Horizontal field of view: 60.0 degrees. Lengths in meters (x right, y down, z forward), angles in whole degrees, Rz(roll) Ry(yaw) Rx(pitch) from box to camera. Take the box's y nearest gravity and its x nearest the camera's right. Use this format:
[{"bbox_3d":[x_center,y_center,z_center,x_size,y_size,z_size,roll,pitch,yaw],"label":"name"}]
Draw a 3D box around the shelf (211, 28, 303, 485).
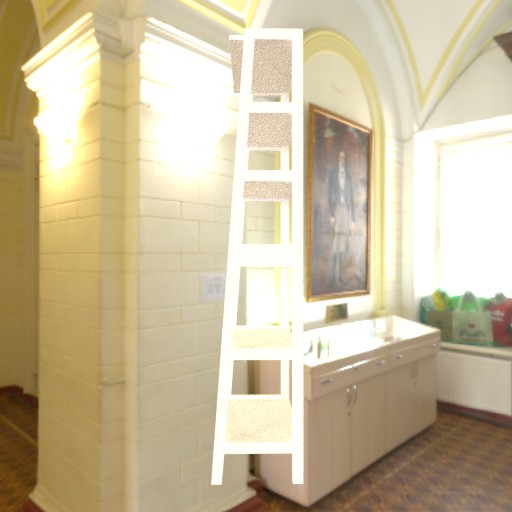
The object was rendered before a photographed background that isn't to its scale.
[{"bbox_3d":[0.000,0.000,2.166,0.381,1.892,0.660,0,0,-1],"label":"shelf"}]
